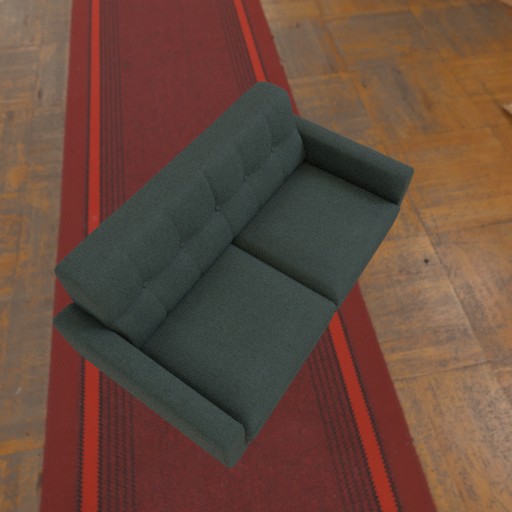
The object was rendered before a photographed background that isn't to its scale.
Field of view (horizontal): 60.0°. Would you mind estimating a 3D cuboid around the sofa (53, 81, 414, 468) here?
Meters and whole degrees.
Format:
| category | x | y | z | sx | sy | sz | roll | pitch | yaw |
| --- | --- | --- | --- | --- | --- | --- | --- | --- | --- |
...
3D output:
| category | x | y | z | sx | sy | sz | roll | pitch | yaw |
| --- | --- | --- | --- | --- | --- | --- | --- | --- | --- |
| sofa | 0.000 | 0.000 | 2.134 | 0.909 | 0.841 | 1.631 | 30 | 62 | 18 |
